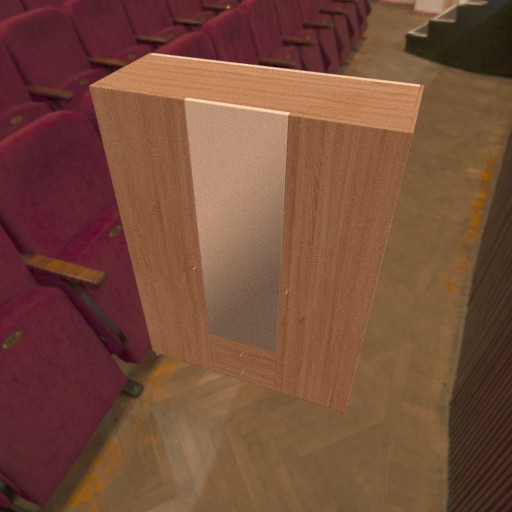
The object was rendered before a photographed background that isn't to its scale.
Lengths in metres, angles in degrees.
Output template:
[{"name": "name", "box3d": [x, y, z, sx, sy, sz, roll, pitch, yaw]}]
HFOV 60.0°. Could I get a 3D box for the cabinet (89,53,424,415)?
[{"name": "cabinet", "box3d": [0.000, 0.000, 2.796, 1.500, 2.120, 0.590, 13, 42, 15]}]
